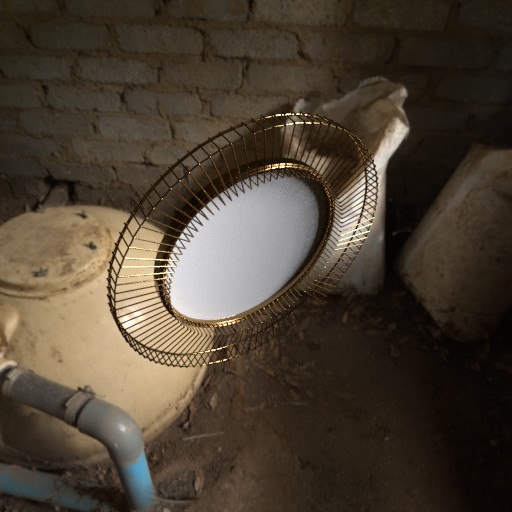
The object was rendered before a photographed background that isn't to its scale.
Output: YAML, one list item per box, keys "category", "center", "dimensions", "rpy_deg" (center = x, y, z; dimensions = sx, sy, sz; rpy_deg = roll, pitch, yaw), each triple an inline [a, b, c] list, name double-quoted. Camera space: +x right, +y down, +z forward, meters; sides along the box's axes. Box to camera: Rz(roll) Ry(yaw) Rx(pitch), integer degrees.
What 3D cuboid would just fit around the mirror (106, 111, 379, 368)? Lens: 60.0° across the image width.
- category: "mirror"
  center: [0.000, 0.000, 1.060]
  dimensions: [0.703, 0.703, 0.067]
  rpy_deg: [-24, 50, -21]
